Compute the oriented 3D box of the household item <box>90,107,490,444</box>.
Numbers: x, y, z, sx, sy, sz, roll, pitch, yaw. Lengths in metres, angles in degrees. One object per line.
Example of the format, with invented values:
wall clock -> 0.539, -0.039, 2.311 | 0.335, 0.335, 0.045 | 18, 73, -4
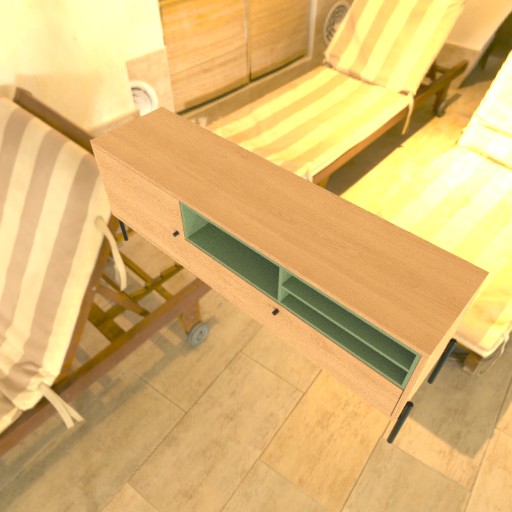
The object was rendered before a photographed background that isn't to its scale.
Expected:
household item -> 0.000, 0.000, 1.777 | 1.550, 0.600, 0.400 | 33, 55, 28
